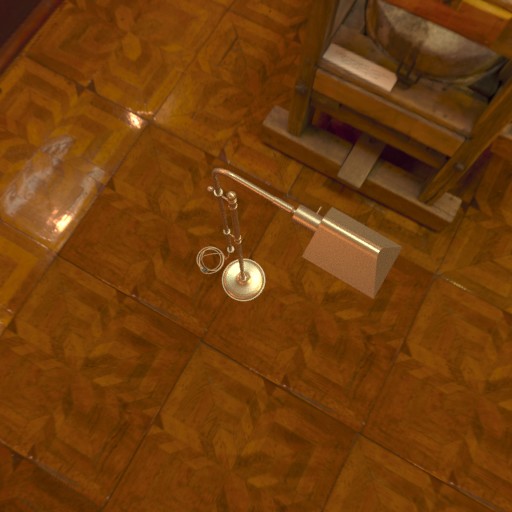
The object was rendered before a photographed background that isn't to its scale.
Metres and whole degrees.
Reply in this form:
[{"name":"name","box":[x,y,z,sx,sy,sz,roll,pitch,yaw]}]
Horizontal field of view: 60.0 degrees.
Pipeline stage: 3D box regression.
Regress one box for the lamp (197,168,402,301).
[{"name":"lamp","box":[0.000,0.000,1.874,0.813,1.571,0.256,31,78,7]}]
